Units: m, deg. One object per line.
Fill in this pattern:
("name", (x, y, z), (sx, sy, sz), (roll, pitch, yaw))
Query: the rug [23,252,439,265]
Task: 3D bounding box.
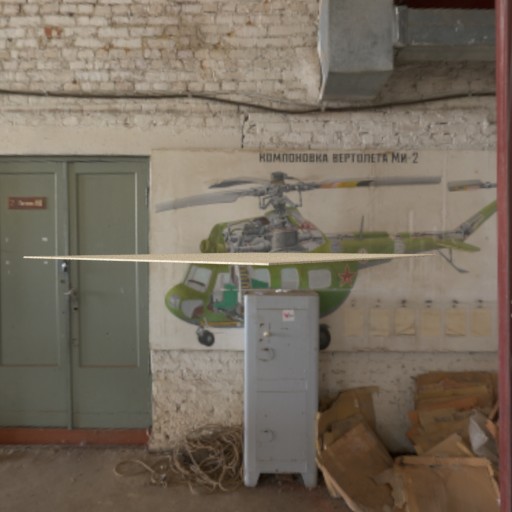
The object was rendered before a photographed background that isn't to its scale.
("rug", (0.000, 0.000, 3.464), (2.073, 0.011, 2.584), (1, 1, 37))
